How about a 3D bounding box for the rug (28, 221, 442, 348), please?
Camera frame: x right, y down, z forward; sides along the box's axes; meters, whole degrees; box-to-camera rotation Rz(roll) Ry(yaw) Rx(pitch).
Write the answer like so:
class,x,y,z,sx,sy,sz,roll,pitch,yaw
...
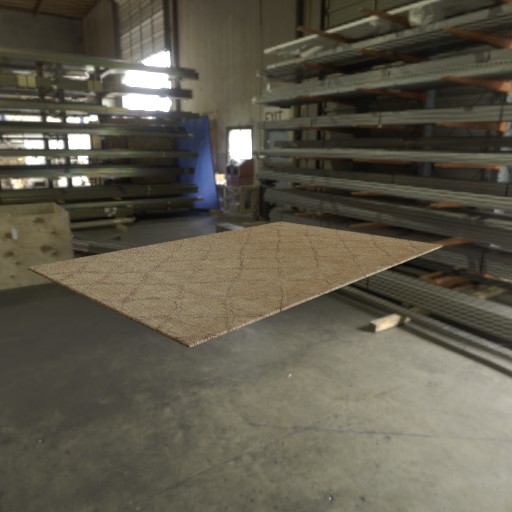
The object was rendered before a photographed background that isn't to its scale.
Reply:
class,x,y,z,sx,sy,sz,roll,pitch,yaw
rug,0.000,0.000,2.899,1.528,0.014,2.292,13,19,42
